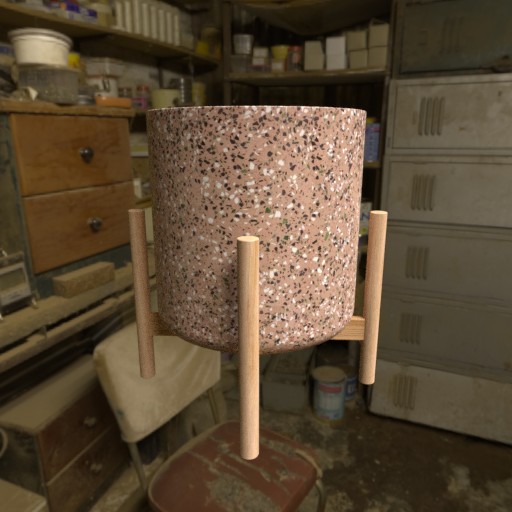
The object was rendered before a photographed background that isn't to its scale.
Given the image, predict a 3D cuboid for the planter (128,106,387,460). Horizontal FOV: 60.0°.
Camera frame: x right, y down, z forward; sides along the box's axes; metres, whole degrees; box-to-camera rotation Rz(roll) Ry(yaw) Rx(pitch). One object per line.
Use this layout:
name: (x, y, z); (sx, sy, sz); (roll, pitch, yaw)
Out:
planter: (0.000, 0.000, 0.681); (0.360, 0.419, 0.360); (7, 17, 24)
